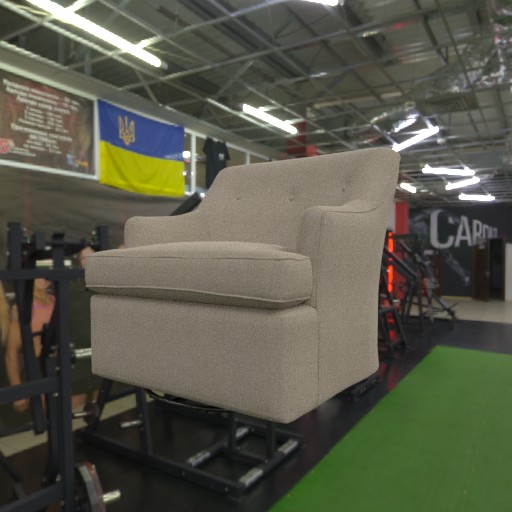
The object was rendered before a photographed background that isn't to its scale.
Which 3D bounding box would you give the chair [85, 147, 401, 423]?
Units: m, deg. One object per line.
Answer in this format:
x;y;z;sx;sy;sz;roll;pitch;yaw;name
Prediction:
0.000;0.000;1.615;0.864;0.856;0.923;1;1;34;chair
